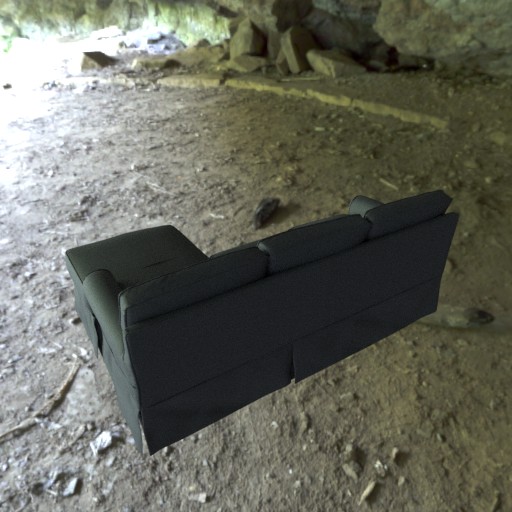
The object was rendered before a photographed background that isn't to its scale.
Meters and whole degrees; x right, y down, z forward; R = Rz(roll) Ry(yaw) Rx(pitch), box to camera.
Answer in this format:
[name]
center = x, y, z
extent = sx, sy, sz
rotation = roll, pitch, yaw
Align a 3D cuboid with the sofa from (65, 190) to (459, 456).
[sofa]
center = 0.000, 0.000, 3.354
extent = 2.518, 1.039, 1.637
rotation = -18, 35, -28
